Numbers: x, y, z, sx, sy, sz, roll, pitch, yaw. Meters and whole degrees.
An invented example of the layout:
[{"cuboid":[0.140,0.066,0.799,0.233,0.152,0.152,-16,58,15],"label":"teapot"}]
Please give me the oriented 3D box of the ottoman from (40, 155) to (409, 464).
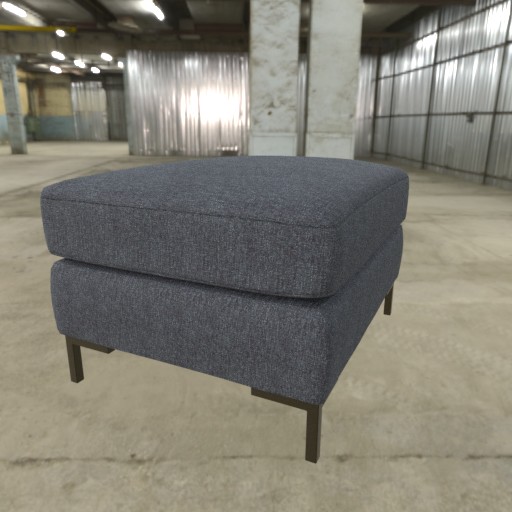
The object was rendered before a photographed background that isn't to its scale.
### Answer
[{"cuboid":[0.000,0.000,1.244,0.695,0.533,0.831,8,18,25],"label":"ottoman"}]
